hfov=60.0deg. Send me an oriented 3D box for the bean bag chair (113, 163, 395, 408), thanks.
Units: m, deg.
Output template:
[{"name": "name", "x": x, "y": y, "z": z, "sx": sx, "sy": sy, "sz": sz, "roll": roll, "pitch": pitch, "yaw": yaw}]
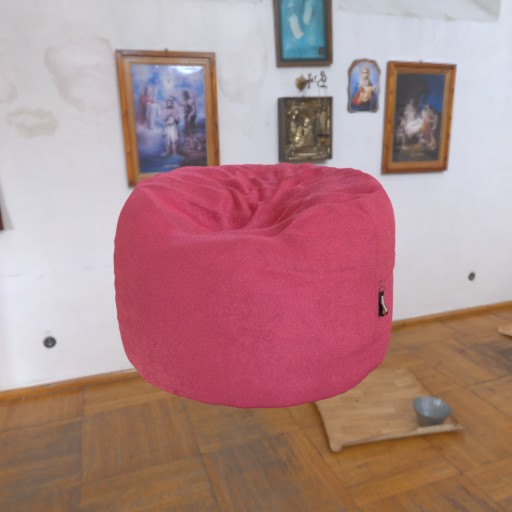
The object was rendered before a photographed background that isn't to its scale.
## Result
[{"name": "bean bag chair", "x": 0.000, "y": 0.000, "z": 1.973, "sx": 1.218, "sy": 0.788, "sz": 1.218, "roll": 0, "pitch": 14, "yaw": 0}]
